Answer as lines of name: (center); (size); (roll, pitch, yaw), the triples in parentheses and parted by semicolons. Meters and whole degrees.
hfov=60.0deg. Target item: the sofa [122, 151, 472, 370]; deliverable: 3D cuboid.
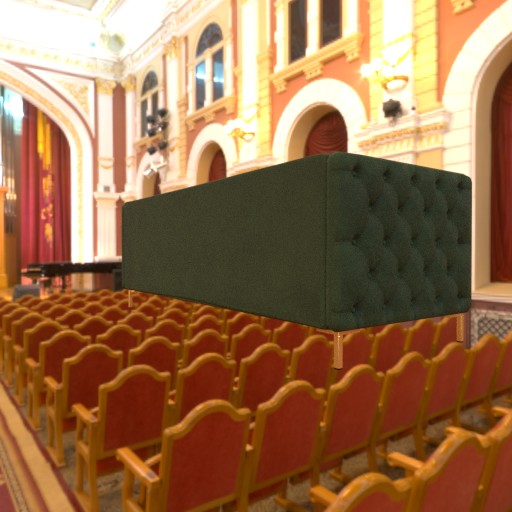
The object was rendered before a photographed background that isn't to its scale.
sofa: (0.000, 0.000, 2.633); (0.895, 0.771, 2.209); (-1, 1, -36)
